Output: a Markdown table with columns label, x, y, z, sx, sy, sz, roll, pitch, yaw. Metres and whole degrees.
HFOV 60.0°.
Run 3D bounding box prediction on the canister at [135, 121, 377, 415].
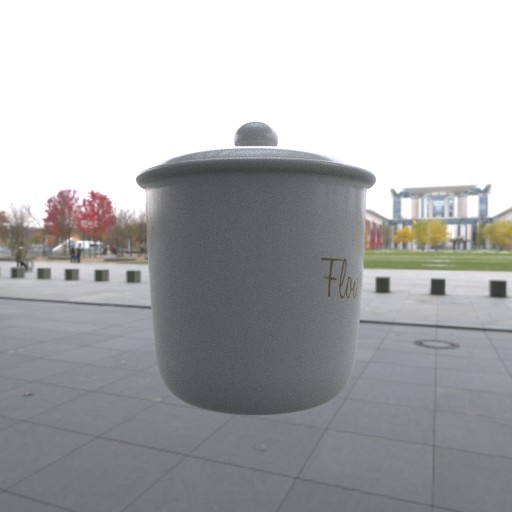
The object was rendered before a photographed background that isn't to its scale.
| label | x | y | z | sx | sy | sz | roll | pitch | yaw |
| --- | --- | --- | --- | --- | --- | --- | --- | --- | --- |
| canister | 0.000 | 0.000 | 0.347 | 0.182 | 0.208 | 0.182 | 0 | 1 | 0 |
